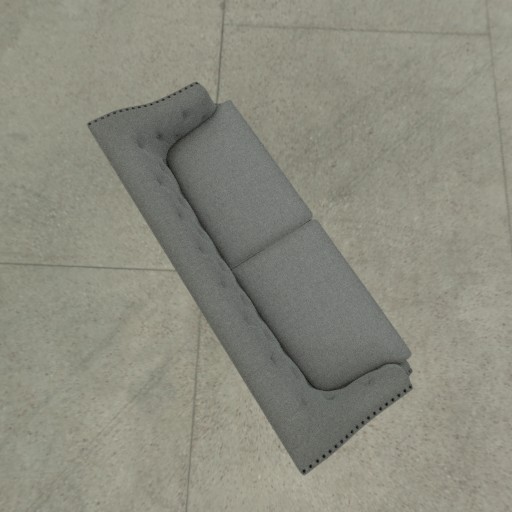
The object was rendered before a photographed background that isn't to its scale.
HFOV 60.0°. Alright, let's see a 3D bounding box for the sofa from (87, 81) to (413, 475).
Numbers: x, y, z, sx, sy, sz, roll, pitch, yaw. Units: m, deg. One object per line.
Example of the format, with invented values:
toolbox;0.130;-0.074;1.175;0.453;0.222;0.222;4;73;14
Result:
sofa;0.000;0.000;2.778;0.914;0.901;2.235;-32;78;-8
